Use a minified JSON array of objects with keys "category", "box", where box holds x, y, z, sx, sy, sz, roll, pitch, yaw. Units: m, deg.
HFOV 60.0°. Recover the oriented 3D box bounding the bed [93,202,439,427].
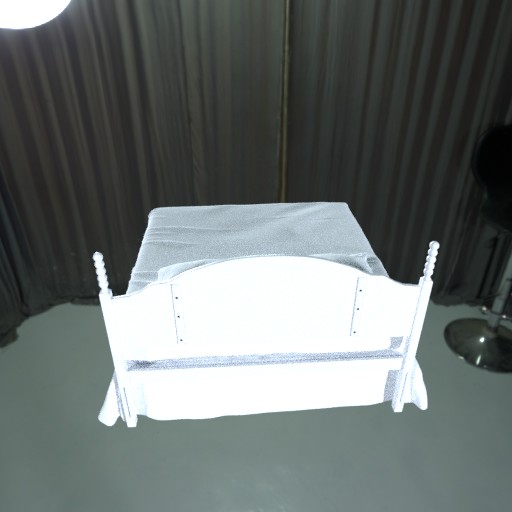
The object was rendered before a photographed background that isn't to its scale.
[{"category":"bed","box":[0.000,0.000,3.689,2.322,1.355,2.219,-2,30,-3]}]
